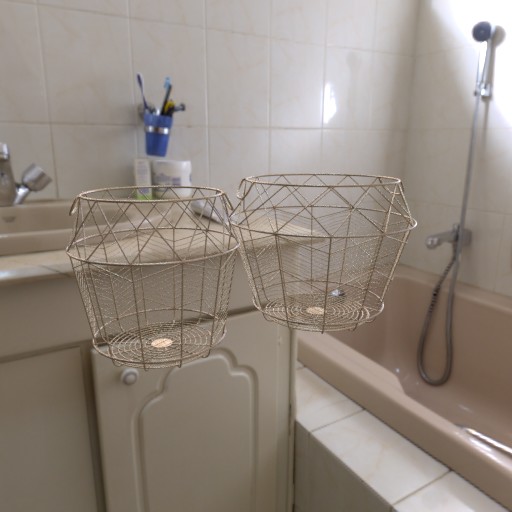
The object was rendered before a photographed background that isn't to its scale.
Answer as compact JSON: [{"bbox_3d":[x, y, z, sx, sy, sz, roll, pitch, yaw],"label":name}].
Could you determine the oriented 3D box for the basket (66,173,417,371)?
[{"bbox_3d":[0.000,0.000,1.026,0.805,0.343,0.451,-7,16,-27],"label":"basket"}]
